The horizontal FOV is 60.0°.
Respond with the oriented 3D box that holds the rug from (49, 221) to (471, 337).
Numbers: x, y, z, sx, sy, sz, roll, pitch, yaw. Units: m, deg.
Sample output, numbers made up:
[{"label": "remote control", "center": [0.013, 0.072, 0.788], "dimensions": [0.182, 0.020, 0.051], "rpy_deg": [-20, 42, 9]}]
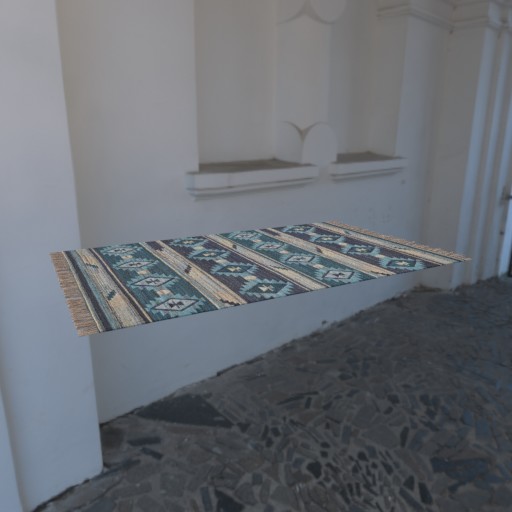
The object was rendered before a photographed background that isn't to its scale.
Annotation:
[{"label": "rug", "center": [0.000, 0.000, 2.353], "dimensions": [1.936, 0.028, 1.181], "rpy_deg": [-8, 17, -27]}]
